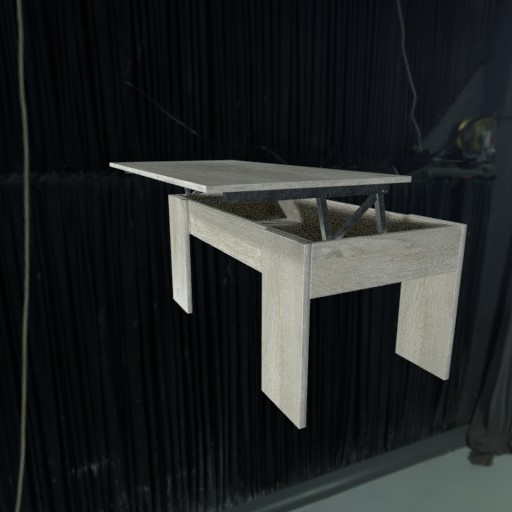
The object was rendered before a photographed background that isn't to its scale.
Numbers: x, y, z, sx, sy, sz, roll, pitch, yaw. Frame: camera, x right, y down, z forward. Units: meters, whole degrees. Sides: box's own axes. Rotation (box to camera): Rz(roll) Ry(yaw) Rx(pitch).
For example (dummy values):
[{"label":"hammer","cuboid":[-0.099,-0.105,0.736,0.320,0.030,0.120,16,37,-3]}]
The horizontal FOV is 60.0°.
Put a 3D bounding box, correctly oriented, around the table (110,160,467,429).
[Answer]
[{"label":"table","cuboid":[0.000,0.000,1.444,0.711,0.570,1.000,-7,16,-26]}]
